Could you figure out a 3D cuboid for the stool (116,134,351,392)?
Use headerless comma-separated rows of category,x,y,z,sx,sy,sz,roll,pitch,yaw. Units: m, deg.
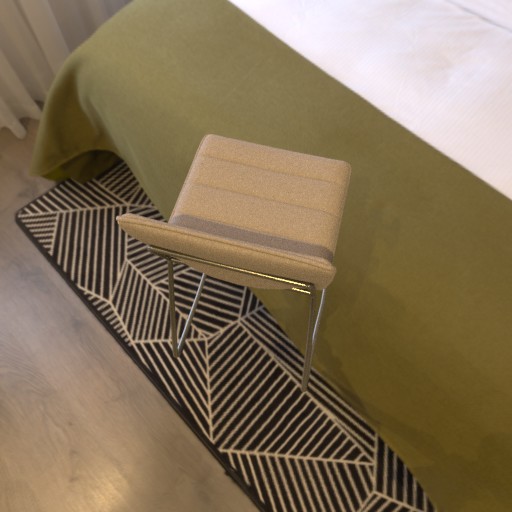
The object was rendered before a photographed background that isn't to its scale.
stool,0.000,0.000,1.253,0.490,0.960,0.490,13,64,7
